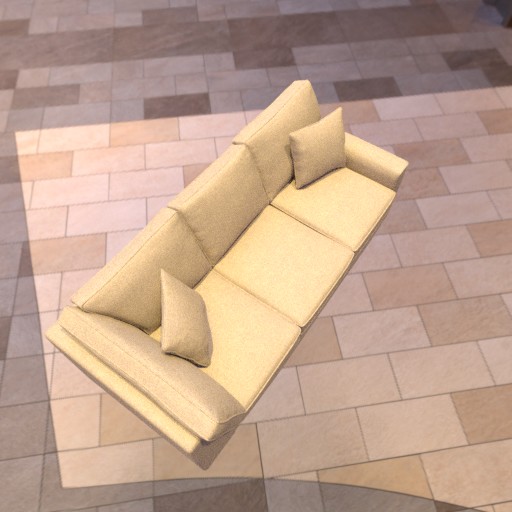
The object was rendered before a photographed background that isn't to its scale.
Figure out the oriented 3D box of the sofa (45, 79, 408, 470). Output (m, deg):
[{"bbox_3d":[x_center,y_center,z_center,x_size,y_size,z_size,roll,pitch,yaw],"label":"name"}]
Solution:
[{"bbox_3d":[0.000,0.000,2.830,1.061,0.962,2.317,31,63,18],"label":"sofa"}]
